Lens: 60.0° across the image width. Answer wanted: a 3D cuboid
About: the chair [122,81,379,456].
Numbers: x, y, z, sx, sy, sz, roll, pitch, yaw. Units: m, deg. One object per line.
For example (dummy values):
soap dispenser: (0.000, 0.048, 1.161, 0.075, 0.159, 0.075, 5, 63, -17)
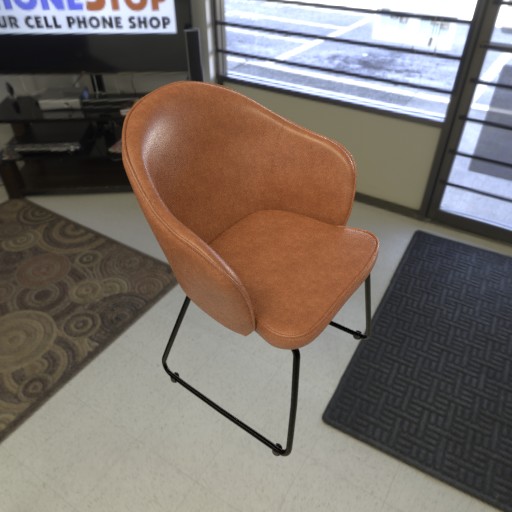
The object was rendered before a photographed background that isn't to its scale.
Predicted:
chair: (0.000, 0.000, 1.195, 0.580, 0.785, 0.582, 24, 45, 27)
